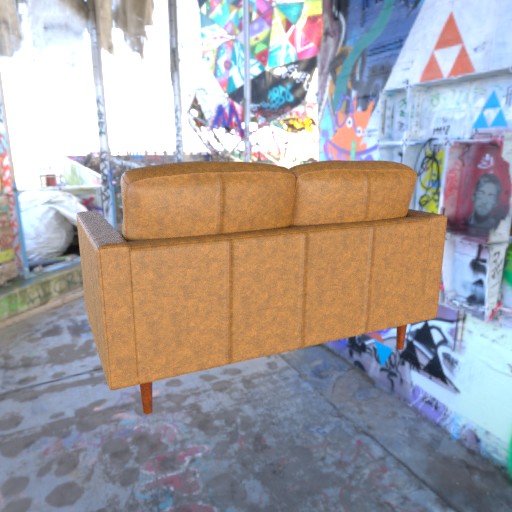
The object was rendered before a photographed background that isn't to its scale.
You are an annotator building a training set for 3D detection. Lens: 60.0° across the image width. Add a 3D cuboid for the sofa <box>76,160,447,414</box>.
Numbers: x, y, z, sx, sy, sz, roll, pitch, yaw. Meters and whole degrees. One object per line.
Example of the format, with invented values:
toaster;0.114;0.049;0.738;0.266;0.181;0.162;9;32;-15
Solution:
sofa;0.000;0.000;2.206;1.578;0.951;0.909;-7;15;-25
